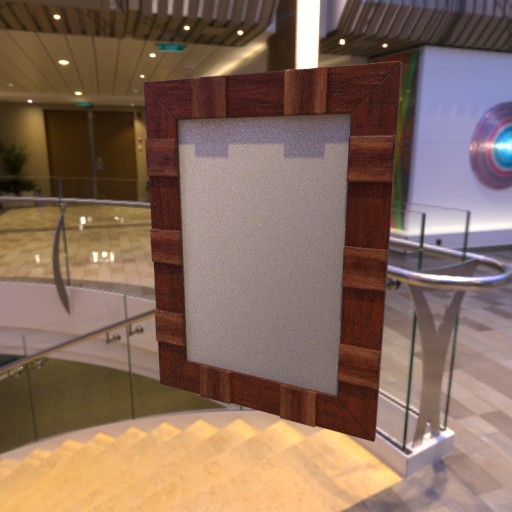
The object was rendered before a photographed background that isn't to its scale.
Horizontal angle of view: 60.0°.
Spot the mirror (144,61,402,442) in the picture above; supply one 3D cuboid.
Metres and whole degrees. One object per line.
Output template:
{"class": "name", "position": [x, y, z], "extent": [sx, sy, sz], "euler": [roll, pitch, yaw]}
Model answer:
{"class": "mirror", "position": [0.000, 0.000, 1.044], "extent": [0.600, 0.805, 0.021], "euler": [6, 15, 25]}
